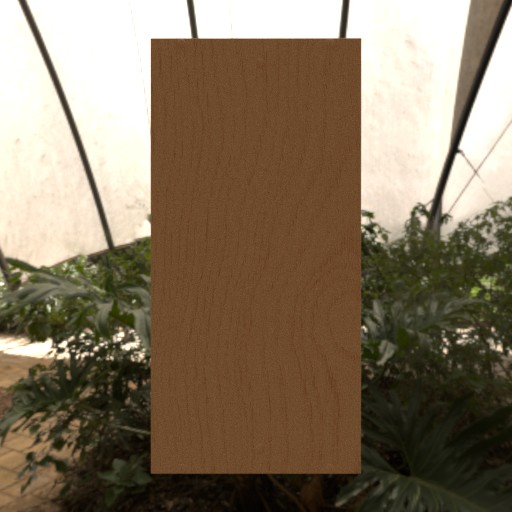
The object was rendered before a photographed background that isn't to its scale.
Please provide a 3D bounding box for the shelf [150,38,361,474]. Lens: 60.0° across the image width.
[{"bbox_3d":[0.000,0.000,0.734,0.290,0.600,0.250,0,0,0],"label":"shelf"}]
